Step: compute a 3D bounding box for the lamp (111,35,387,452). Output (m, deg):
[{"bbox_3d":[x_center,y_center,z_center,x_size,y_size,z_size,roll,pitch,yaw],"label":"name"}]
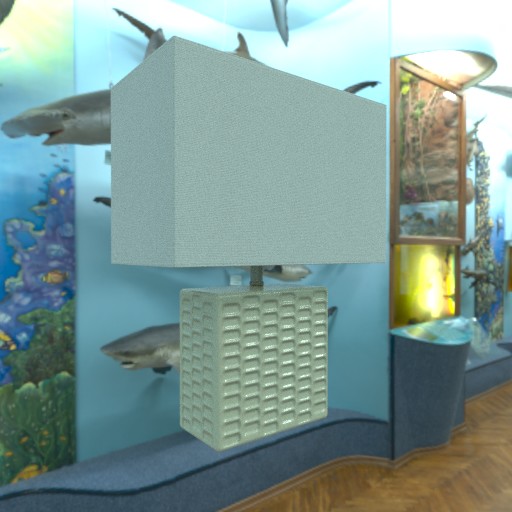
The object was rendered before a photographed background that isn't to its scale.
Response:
[{"bbox_3d":[0.000,0.000,0.682,0.380,0.515,0.200,0,1,-37],"label":"lamp"}]
